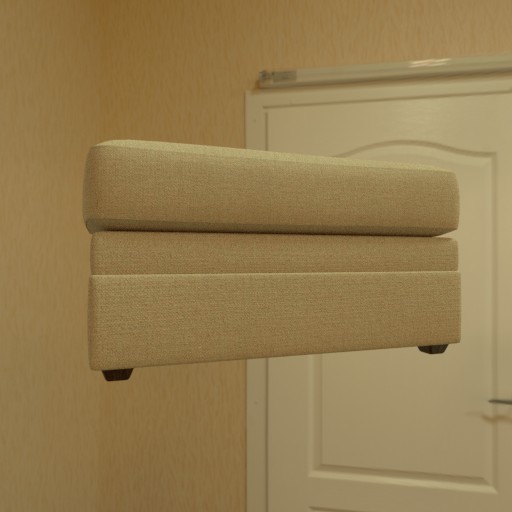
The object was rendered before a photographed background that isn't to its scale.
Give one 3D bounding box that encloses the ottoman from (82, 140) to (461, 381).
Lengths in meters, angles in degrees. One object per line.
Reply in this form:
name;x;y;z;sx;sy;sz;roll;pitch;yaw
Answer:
ottoman;0.000;0.000;1.220;0.885;0.478;0.637;0;0;-19
